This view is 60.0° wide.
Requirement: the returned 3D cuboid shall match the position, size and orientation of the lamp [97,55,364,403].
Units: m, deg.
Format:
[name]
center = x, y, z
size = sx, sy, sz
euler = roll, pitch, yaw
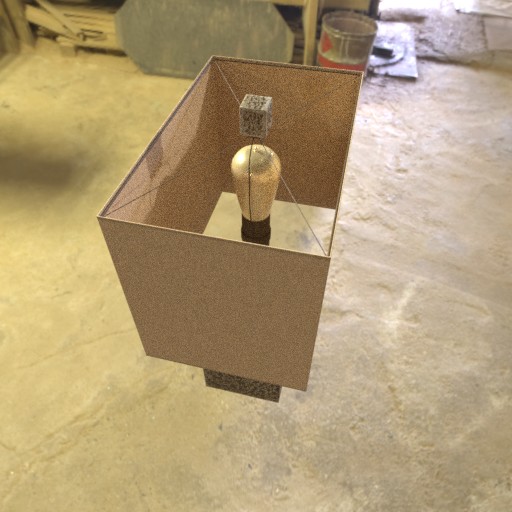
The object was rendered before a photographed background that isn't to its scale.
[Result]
[lamp]
center = 0.000, 0.000, 0.551
size = 0.180, 0.411, 0.294
euler = 10, 48, 9
